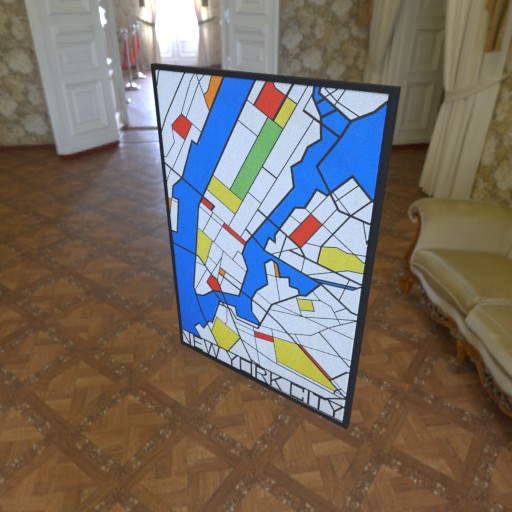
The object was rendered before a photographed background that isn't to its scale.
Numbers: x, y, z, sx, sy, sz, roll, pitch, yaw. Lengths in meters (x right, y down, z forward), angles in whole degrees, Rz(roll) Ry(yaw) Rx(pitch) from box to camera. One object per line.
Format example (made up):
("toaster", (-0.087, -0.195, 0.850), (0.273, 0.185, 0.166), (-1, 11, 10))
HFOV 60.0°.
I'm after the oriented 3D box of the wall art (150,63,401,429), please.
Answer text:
("wall art", (0.000, 0.000, 0.859), (0.460, 0.660, 0.013), (19, 35, 30))
